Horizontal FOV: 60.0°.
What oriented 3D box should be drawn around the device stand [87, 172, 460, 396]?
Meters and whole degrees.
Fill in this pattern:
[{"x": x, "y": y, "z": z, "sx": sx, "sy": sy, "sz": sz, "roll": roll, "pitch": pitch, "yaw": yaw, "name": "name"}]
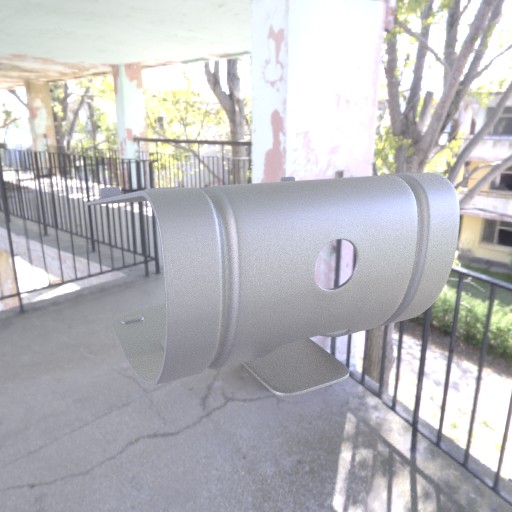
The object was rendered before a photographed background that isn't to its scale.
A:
[{"x": 0.000, "y": 0.000, "z": 0.404, "sx": 0.256, "sy": 0.155, "sz": 0.236, "roll": -8, "pitch": 18, "yaw": -26, "name": "device stand"}]
